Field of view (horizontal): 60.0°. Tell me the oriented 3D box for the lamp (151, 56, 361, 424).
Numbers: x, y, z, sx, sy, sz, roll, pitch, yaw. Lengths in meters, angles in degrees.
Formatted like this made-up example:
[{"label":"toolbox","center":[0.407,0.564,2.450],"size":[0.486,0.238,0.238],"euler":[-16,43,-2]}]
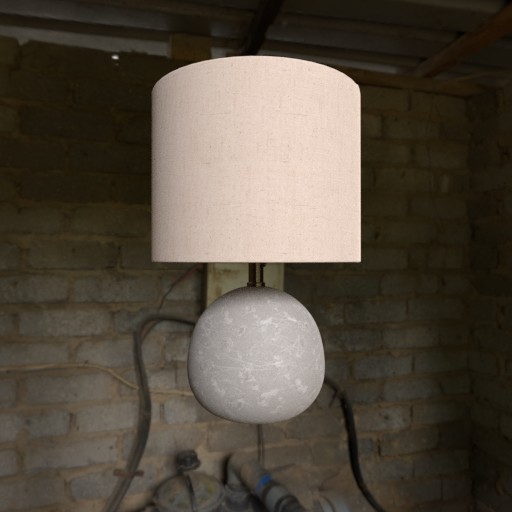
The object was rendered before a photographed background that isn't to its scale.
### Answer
[{"label":"lamp","center":[0.000,0.000,0.586],"size":[0.269,0.409,0.269],"euler":[0,0,35]}]
